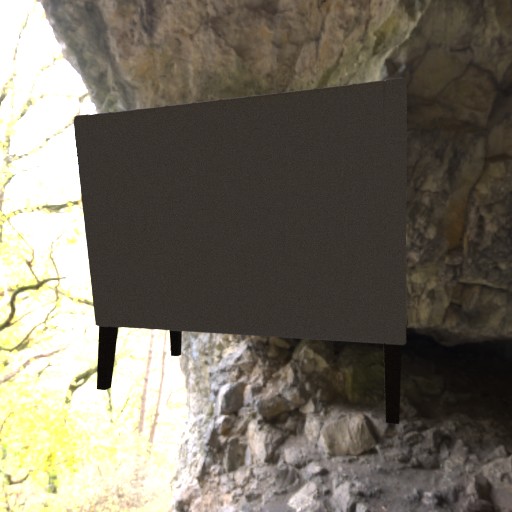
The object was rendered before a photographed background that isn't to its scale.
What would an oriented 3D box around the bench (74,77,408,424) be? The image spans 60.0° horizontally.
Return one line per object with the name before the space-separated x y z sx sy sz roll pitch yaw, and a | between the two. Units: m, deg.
bench | 0.000 0.000 1.967 1.280 1.123 0.847 0 1 18
